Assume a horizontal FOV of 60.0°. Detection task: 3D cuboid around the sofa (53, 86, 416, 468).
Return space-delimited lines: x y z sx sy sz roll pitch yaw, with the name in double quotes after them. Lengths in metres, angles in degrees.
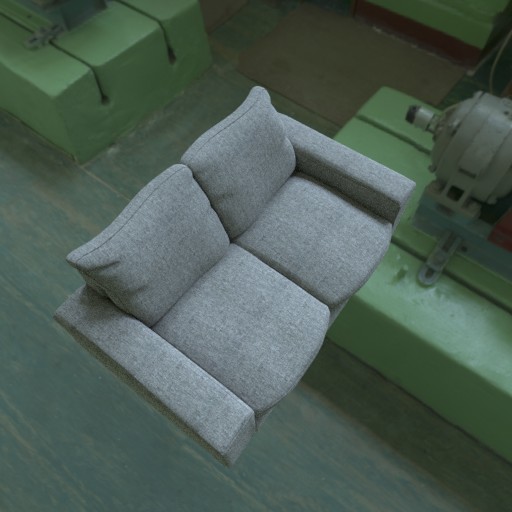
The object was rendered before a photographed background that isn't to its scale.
0.000 0.000 2.357 1.094 0.877 1.758 32 65 18 "sofa"
